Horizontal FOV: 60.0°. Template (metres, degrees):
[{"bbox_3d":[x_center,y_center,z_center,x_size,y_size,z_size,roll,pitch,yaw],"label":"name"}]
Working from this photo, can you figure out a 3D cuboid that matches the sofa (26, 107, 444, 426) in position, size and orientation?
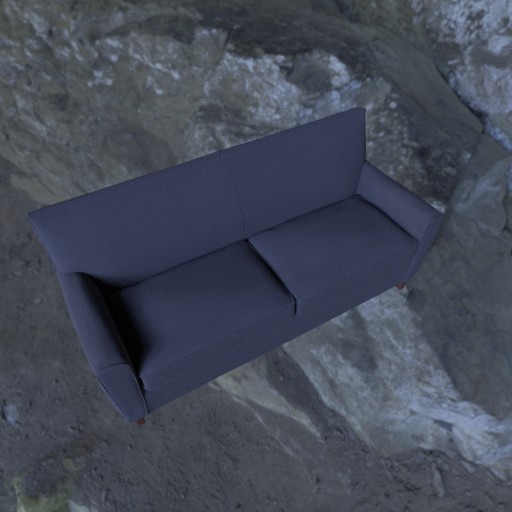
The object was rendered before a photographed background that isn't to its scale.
[{"bbox_3d":[0.000,0.000,2.469,2.002,0.907,0.843,-23,51,-20],"label":"sofa"}]
